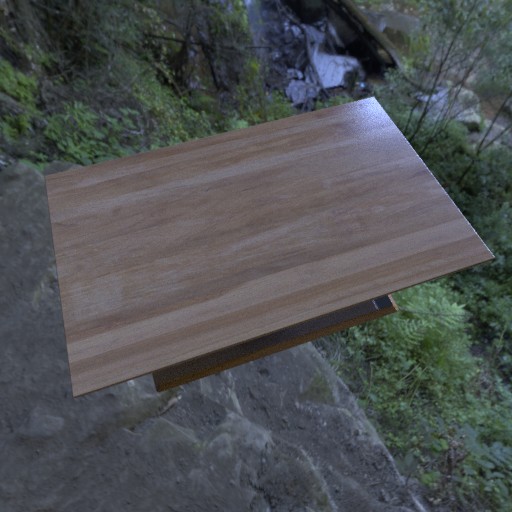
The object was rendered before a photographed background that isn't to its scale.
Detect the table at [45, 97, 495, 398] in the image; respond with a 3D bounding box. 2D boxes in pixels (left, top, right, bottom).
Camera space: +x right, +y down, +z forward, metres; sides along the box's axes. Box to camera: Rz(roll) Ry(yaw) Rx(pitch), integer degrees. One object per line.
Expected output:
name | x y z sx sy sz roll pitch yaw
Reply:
table | 0.000 0.000 1.436 1.100 0.441 0.692 -17 59 -10
